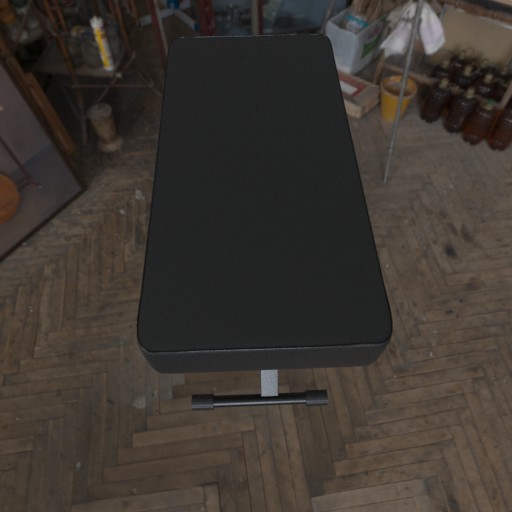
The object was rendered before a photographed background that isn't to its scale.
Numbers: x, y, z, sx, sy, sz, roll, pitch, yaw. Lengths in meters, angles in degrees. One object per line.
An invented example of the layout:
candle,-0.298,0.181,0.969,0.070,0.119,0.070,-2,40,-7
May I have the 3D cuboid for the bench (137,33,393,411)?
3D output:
bench,0.000,0.000,0.883,0.300,0.561,0.600,-2,58,-1
